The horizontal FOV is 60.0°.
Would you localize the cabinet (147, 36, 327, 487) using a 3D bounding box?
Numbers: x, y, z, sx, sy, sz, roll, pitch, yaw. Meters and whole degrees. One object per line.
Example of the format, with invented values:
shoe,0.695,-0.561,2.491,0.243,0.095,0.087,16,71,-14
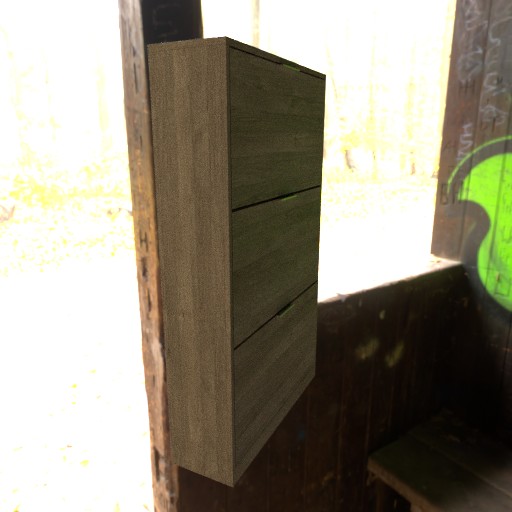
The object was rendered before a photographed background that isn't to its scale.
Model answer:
cabinet,0.000,0.000,1.581,0.250,1.280,0.750,7,17,26
